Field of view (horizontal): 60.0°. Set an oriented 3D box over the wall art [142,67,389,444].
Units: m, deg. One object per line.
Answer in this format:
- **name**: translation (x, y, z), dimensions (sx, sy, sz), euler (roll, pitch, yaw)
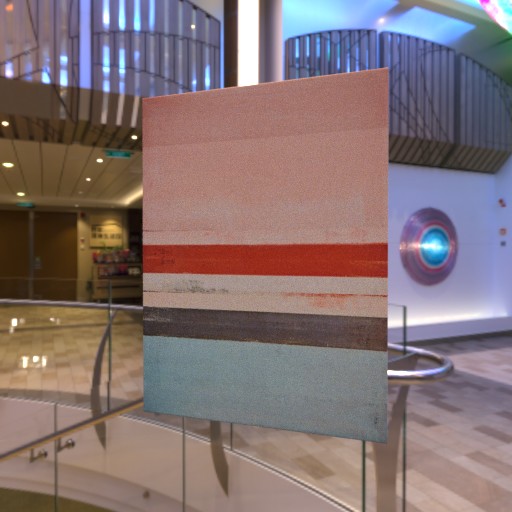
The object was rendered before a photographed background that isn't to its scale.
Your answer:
- **wall art**: translation (0.000, 0.000, 1.335), dimensions (0.761, 1.016, 0.039), euler (0, 1, 19)
